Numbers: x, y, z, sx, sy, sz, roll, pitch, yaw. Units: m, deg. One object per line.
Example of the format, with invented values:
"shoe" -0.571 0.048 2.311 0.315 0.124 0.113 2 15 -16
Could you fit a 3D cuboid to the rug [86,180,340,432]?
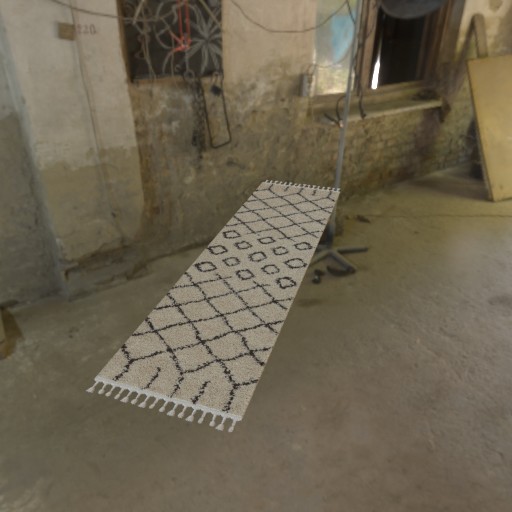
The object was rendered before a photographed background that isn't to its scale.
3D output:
"rug" 0.000 0.000 2.726 0.660 0.005 2.464 10 32 16
